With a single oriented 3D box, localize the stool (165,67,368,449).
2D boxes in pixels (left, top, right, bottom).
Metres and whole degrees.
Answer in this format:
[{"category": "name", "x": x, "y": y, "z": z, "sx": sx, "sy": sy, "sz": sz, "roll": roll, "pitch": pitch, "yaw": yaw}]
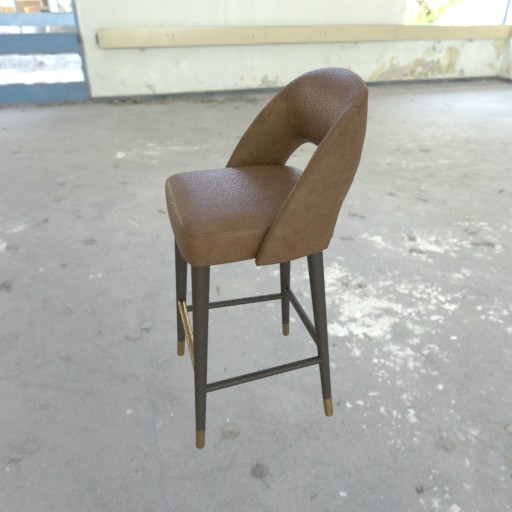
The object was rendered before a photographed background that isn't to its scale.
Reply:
[{"category": "stool", "x": 0.000, "y": 0.000, "z": 1.343, "sx": 0.509, "sy": 1.037, "sz": 0.494, "roll": -8, "pitch": 31, "yaw": -14}]
